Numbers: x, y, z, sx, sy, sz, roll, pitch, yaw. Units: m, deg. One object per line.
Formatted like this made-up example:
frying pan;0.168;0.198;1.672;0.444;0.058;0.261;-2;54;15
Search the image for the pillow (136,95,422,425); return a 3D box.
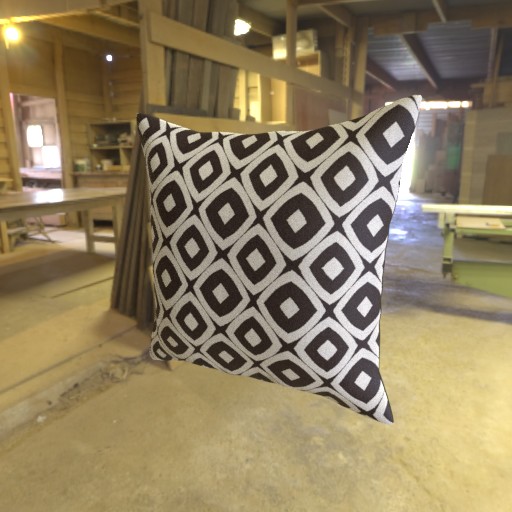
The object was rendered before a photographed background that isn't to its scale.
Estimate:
pillow;0.000;0.000;0.761;0.504;0.494;0.188;7;15;28
